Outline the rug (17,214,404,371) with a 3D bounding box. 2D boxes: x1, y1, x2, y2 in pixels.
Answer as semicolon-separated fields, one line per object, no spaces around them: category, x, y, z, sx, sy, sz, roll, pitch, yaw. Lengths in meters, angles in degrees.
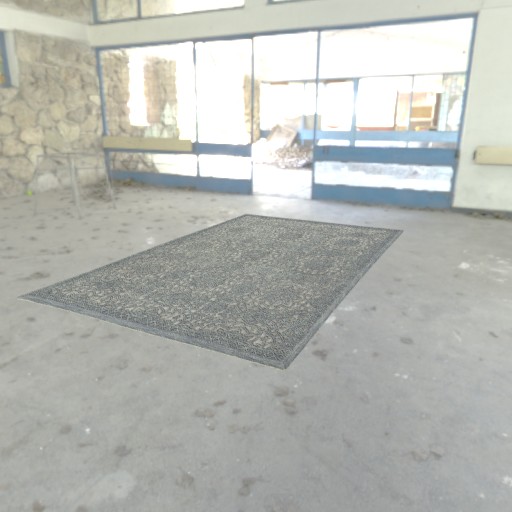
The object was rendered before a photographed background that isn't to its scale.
rug;0.000;0.000;3.029;1.535;0.022;2.498;8;19;26
